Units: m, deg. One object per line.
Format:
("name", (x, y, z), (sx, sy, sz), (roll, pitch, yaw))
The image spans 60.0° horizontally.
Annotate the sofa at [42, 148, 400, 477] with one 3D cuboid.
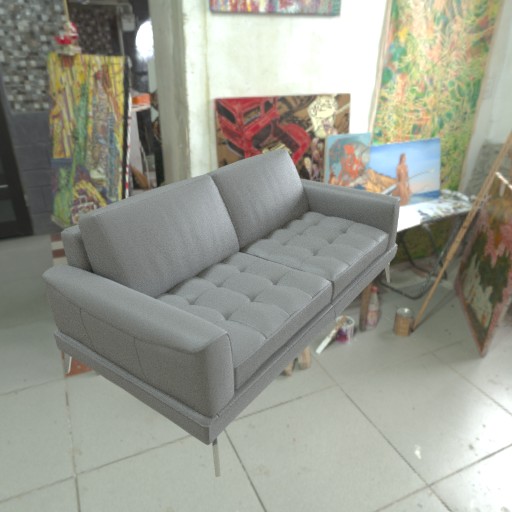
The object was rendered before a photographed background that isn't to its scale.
("sofa", (0.000, 0.000, 2.718), (1.121, 0.930, 2.177), (18, 31, 32))
